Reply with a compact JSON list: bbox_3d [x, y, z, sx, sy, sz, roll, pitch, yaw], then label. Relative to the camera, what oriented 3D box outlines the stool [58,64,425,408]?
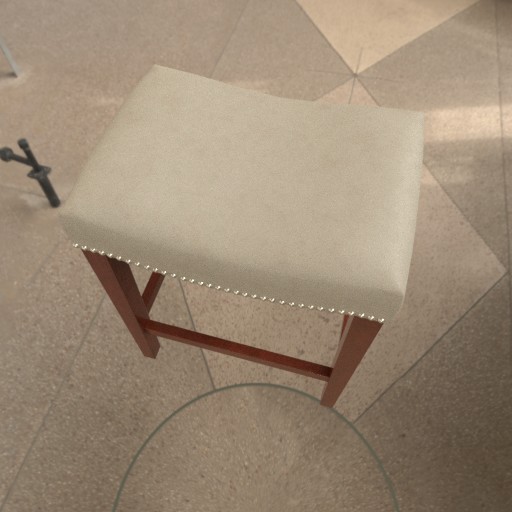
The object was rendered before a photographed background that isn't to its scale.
[{"bbox_3d":[0.000,0.000,0.936,0.509,0.632,0.375,13,59,8],"label":"stool"}]
